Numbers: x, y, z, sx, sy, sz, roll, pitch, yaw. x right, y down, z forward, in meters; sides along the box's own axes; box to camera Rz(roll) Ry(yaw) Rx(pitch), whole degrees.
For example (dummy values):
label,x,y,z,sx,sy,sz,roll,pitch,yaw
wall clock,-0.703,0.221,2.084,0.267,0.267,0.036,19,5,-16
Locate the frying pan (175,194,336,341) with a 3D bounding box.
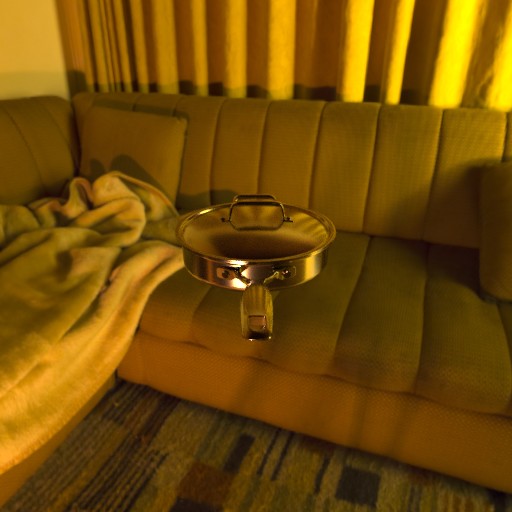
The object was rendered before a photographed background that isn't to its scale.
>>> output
label,x,y,z,sx,sy,sz,roll,pitch,yaw
frying pan,0.000,0.000,0.690,0.280,0.114,0.561,0,26,0
